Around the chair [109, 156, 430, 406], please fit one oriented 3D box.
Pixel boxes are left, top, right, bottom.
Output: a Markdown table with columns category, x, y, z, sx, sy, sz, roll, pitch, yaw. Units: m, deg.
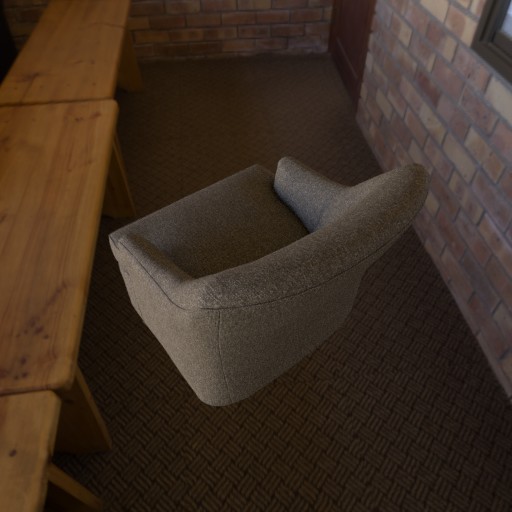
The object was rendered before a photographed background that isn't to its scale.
| category | x | y | z | sx | sy | sz | roll | pitch | yaw |
| --- | --- | --- | --- | --- | --- | --- | --- | --- | --- |
| chair | 0.000 | 0.000 | 1.640 | 0.864 | 0.856 | 0.923 | -31 | 54 | -26 |
